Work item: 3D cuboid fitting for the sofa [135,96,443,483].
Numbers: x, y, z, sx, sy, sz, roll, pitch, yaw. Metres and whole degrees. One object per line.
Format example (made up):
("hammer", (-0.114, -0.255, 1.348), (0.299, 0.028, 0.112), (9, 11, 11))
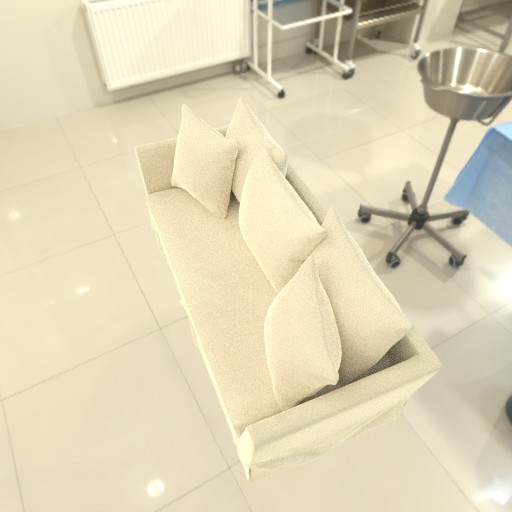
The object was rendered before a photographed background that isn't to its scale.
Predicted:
("sofa", (0.000, 0.000, 2.810), (1.031, 1.034, 2.290), (-17, 51, -15))
